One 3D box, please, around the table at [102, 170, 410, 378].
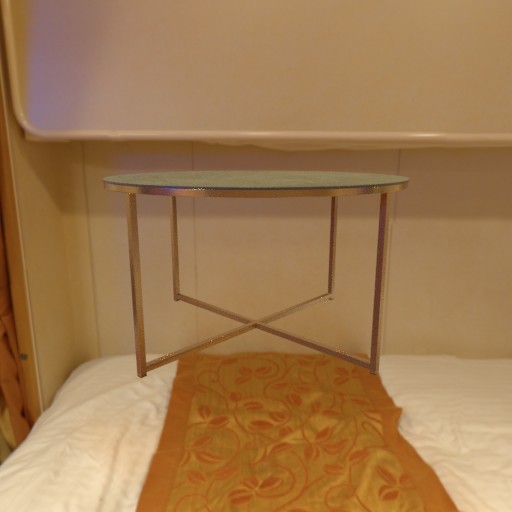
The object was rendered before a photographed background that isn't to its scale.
[{"bbox_3d":[0.000,0.000,1.269,0.800,0.450,0.800,0,13,0],"label":"table"}]
